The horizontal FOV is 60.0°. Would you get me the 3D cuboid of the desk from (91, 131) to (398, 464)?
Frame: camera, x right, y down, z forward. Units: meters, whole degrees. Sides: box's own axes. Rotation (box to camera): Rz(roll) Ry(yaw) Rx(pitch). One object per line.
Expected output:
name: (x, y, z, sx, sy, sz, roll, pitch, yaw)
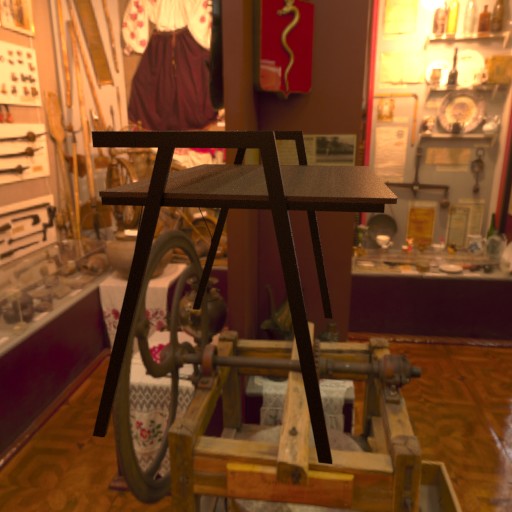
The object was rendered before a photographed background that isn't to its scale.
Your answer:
desk: (0.000, 0.000, 1.839, 0.936, 0.998, 1.143, 3, 16, 9)
